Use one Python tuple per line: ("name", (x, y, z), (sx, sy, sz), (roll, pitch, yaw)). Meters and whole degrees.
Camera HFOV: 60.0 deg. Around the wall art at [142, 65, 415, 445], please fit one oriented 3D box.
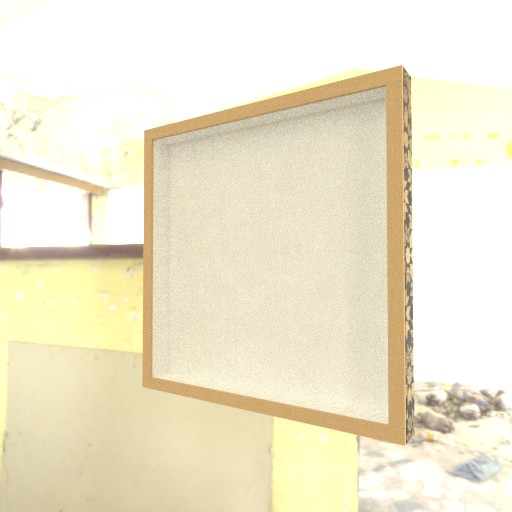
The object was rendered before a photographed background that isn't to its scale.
("wall art", (0.000, 0.000, 0.600), (0.405, 0.405, 0.038), (-1, -2, 34))
